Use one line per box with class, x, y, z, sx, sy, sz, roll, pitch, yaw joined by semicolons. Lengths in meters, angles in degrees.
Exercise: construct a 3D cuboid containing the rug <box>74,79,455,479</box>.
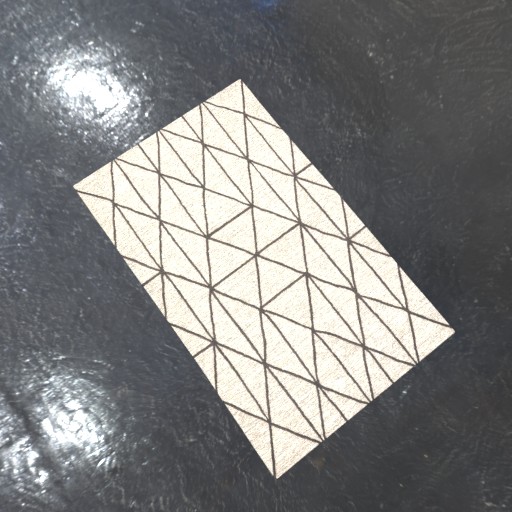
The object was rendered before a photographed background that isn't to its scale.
rug;0.000;0.000;3.133;1.526;0.008;2.465;-36;78;-9
